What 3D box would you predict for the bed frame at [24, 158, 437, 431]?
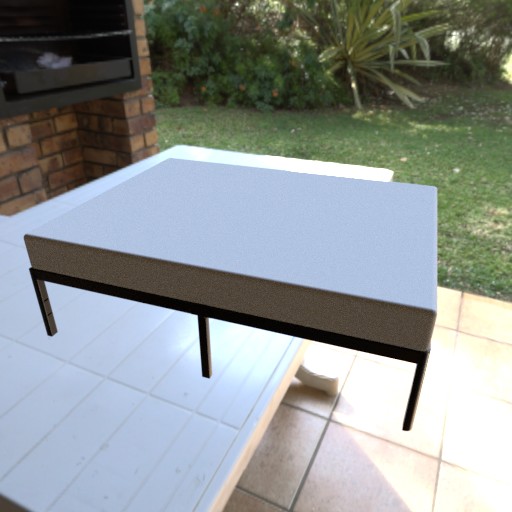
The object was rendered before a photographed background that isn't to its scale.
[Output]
[{"bbox_3d":[0.000,0.000,2.788,2.072,0.659,1.557,10,30,17],"label":"bed frame"}]
